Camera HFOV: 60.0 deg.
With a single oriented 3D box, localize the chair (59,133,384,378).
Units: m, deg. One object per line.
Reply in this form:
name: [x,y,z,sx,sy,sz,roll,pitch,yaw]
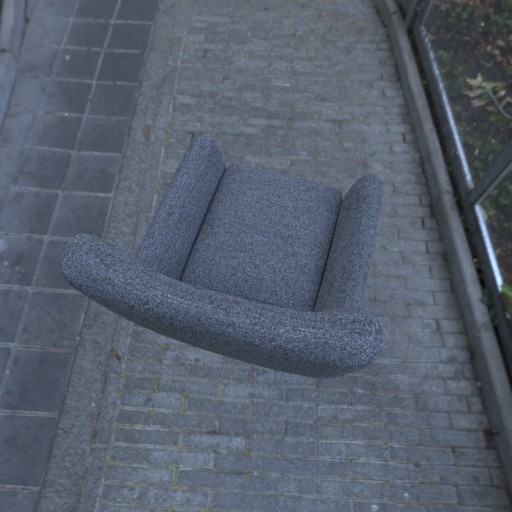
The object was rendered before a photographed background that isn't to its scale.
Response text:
chair: [0.000,0.000,1.739,0.889,1.039,0.940,15,65,7]
